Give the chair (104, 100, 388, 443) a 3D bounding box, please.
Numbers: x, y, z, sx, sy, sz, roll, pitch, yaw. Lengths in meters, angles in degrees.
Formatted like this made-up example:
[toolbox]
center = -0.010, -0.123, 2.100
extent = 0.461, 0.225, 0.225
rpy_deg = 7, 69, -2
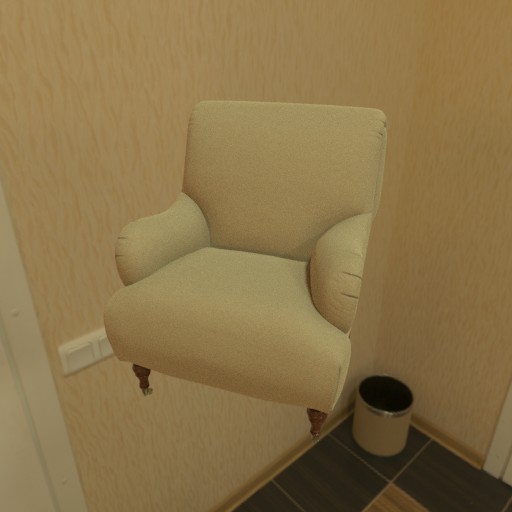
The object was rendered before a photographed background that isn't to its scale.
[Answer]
[chair]
center = 0.000, 0.000, 1.548
extent = 0.766, 0.942, 0.842
rpy_deg = 9, 28, 17
